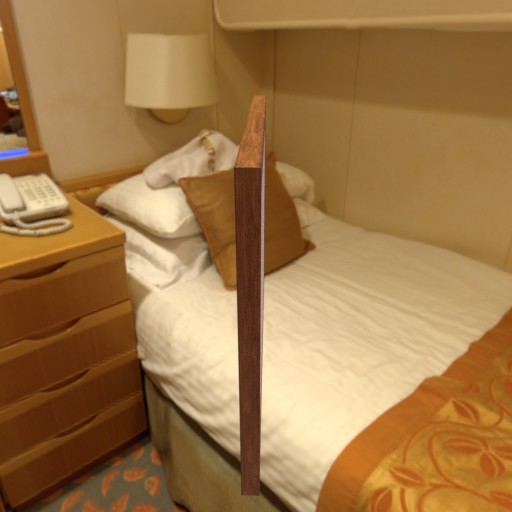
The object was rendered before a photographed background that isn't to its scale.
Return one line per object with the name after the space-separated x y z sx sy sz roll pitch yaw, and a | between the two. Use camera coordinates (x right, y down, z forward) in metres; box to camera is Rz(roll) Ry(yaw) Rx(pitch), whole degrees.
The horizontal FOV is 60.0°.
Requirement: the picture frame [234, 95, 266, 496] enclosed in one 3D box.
0.000 0.000 0.758 0.025 0.457 0.559 1 26 1 | picture frame
